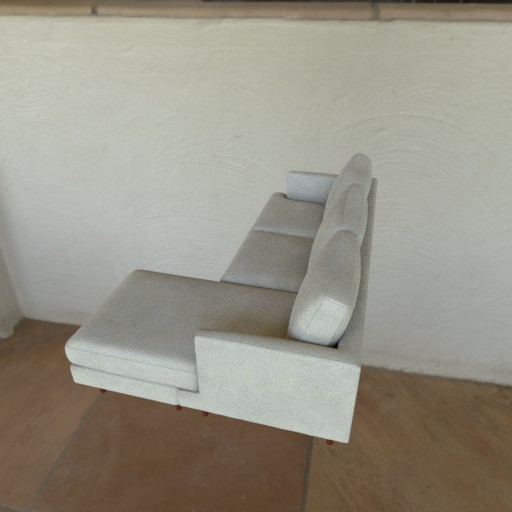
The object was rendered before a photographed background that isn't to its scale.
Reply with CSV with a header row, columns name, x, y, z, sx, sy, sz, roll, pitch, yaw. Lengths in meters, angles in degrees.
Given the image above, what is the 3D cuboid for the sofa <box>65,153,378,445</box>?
name,x,y,z,sx,sy,sz,roll,pitch,yaw
sofa,0.000,0.000,3.044,1.504,0.956,2.233,8,32,13
